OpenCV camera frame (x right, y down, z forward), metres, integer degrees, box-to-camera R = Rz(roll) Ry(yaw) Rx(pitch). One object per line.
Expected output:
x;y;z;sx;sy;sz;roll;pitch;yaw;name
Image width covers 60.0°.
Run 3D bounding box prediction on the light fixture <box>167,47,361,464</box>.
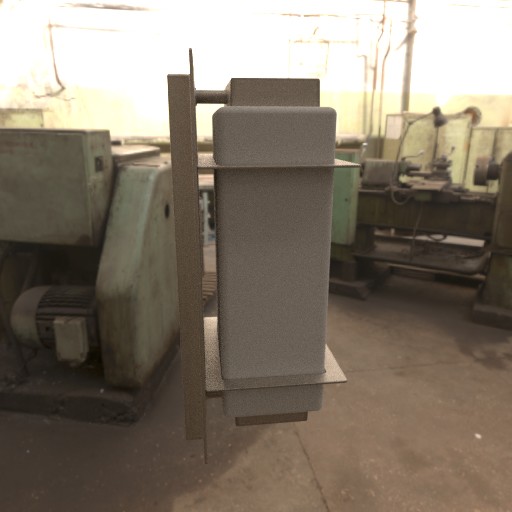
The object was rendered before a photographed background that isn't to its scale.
0.000;0.000;0.474;0.160;0.380;0.168;-2;16;-7;light fixture
